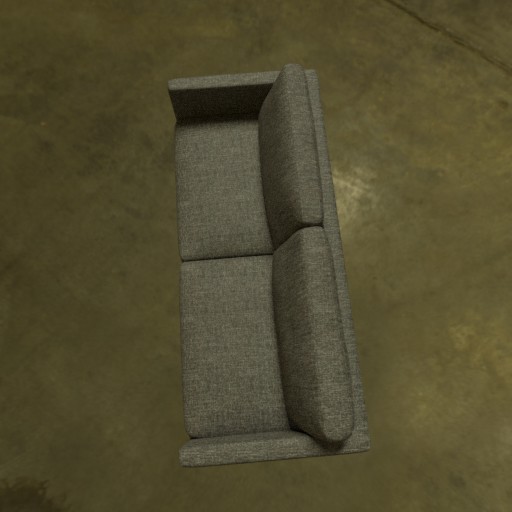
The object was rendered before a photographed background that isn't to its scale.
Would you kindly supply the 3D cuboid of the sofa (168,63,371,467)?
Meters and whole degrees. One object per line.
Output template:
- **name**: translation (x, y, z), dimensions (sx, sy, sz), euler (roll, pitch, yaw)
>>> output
- **sofa**: translation (0.000, 0.000, 2.669), dimensions (0.948, 0.960, 2.208), euler (-5, 73, -1)
